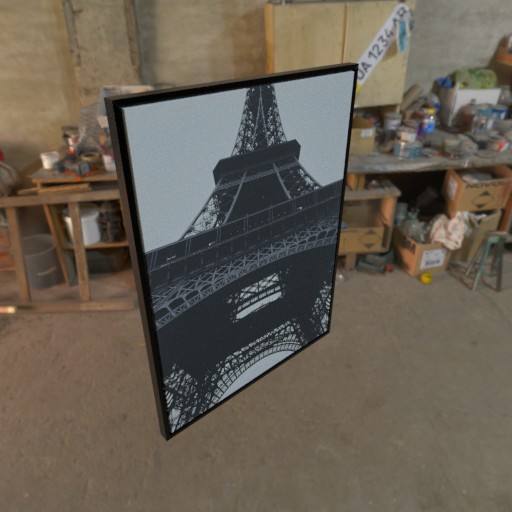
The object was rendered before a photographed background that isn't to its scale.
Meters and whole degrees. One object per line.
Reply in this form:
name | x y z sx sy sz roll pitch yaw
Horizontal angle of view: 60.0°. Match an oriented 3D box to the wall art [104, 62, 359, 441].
wall art | 0.000 0.000 1.403 0.805 1.062 0.040 -24 38 -35
